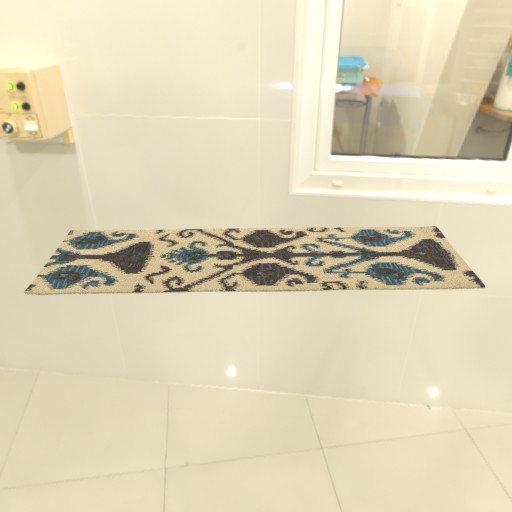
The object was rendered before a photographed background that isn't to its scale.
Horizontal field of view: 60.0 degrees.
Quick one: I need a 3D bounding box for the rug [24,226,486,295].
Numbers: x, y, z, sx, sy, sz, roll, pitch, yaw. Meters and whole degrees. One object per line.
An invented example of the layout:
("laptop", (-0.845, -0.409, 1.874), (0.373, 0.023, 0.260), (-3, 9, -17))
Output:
("rug", (0.000, 0.000, 2.492), (2.301, 0.017, 0.692), (-1, 30, -1))
